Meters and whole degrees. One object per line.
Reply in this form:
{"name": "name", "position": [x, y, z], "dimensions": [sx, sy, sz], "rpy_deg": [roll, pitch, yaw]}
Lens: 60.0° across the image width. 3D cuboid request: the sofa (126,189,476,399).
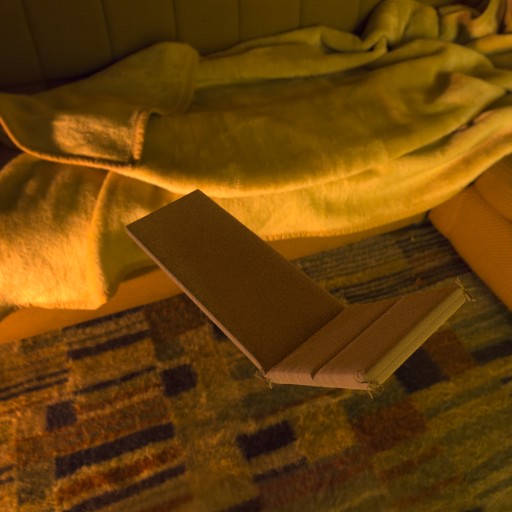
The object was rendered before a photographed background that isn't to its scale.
{"name": "sofa", "position": [0.000, 0.000, 2.004], "dimensions": [0.582, 0.622, 1.663], "rpy_deg": [-33, 55, -27]}
